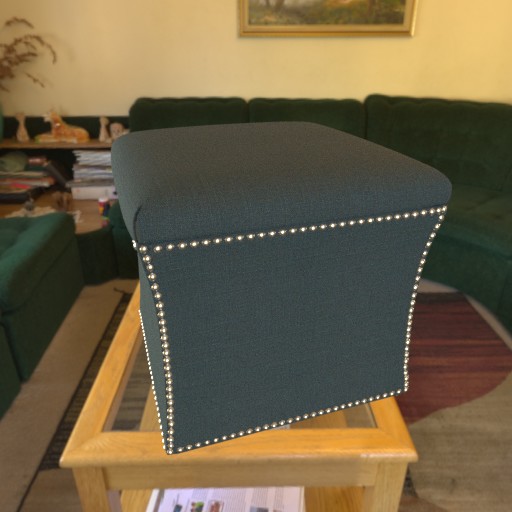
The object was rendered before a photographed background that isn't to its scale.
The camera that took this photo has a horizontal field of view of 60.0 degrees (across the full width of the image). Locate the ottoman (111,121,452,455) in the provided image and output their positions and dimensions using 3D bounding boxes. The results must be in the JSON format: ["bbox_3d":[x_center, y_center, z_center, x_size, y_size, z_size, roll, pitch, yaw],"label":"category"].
[{"bbox_3d":[0.000,0.000,0.901,0.507,0.475,0.497,-8,27,-17],"label":"ottoman"}]
